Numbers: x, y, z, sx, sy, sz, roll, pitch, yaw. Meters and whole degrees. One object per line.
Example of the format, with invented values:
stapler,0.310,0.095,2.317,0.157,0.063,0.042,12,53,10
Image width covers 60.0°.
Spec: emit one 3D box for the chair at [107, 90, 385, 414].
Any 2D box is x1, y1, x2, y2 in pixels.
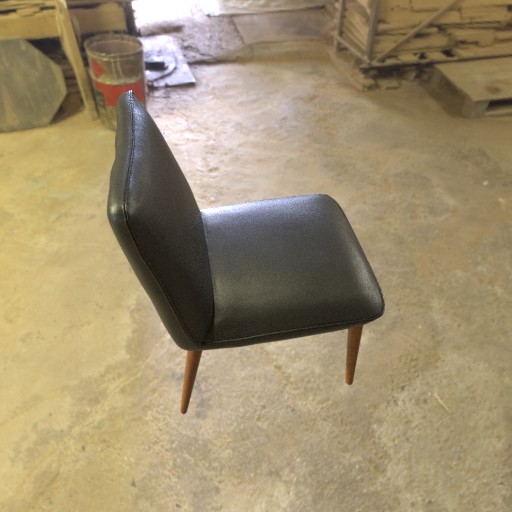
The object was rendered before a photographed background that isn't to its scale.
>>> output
chair,0.000,0.000,1.235,0.645,0.801,0.543,-11,47,-10
